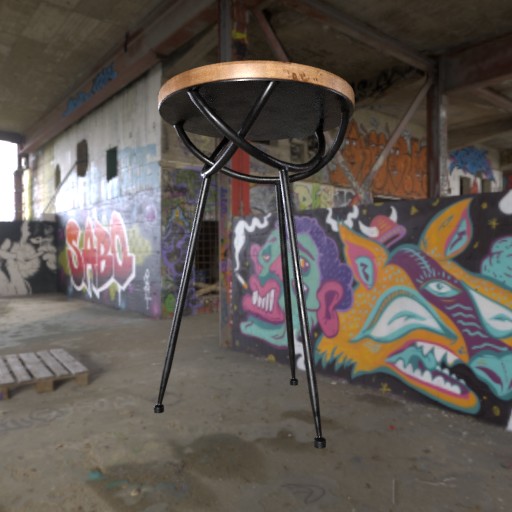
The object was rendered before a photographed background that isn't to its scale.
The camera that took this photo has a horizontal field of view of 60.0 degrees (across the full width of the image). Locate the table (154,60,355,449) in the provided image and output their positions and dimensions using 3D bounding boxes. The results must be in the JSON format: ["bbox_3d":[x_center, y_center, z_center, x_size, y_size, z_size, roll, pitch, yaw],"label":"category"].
[{"bbox_3d":[0.000,0.000,0.946,0.414,0.664,0.418,0,1,-19],"label":"table"}]
